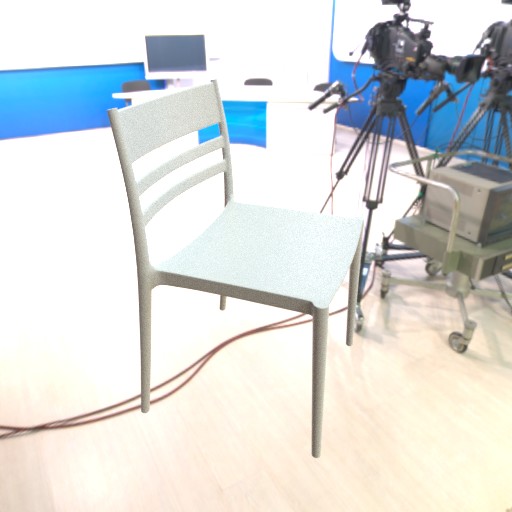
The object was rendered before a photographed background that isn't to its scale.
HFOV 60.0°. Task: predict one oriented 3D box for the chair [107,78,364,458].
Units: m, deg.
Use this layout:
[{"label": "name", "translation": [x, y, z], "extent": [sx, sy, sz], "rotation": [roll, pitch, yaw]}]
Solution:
[{"label": "chair", "translation": [0.000, 0.000, 1.163], "extent": [0.511, 0.800, 0.531], "rotation": [10, 31, 18]}]
